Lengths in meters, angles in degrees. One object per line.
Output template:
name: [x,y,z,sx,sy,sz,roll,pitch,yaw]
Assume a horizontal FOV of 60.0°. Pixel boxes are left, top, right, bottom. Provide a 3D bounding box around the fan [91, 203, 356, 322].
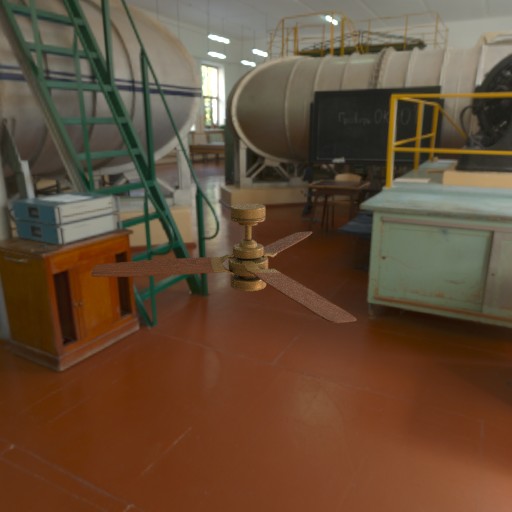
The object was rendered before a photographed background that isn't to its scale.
fan: [0.000,0.000,2.122,1.416,0.425,1.271,-9,19,-26]
